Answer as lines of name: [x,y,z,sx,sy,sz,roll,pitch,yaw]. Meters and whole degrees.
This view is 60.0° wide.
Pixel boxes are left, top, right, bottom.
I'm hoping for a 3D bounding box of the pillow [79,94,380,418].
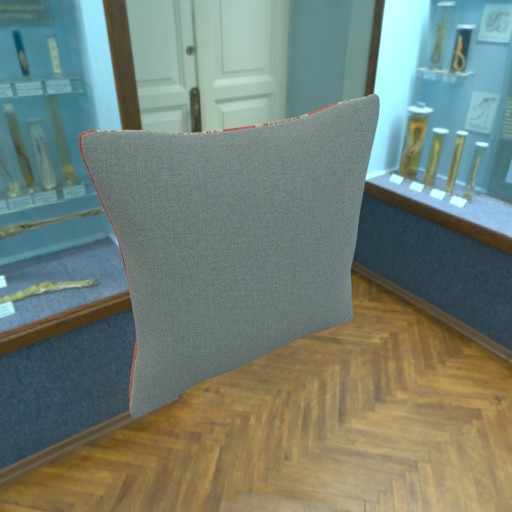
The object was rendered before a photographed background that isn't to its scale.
pillow: [0.000,0.000,0.652,0.437,0.419,0.136,-18,34,-28]
